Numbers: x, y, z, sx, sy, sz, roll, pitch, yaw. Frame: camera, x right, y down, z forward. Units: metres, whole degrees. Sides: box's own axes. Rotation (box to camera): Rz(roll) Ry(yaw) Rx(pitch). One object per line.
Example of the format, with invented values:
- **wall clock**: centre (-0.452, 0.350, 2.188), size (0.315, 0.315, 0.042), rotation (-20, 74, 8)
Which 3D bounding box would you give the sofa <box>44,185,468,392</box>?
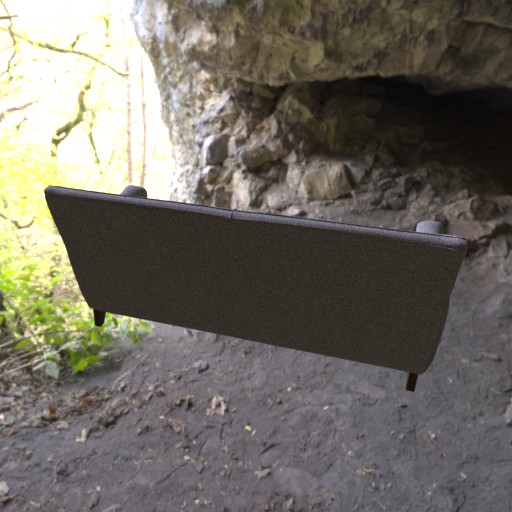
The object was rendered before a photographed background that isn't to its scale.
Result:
- **sofa**: centre (0.000, 0.000, 2.549), size (2.026, 0.942, 0.854), rotation (9, 33, 14)
